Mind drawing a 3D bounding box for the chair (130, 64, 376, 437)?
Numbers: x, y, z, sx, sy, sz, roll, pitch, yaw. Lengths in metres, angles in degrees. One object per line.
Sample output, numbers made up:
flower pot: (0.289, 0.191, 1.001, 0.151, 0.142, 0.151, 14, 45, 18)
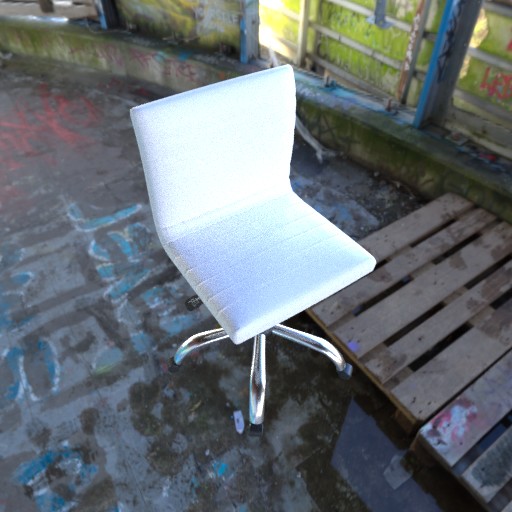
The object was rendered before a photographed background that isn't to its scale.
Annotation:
chair: (0.000, 0.000, 1.122, 0.556, 0.780, 0.530, -25, 51, -22)
